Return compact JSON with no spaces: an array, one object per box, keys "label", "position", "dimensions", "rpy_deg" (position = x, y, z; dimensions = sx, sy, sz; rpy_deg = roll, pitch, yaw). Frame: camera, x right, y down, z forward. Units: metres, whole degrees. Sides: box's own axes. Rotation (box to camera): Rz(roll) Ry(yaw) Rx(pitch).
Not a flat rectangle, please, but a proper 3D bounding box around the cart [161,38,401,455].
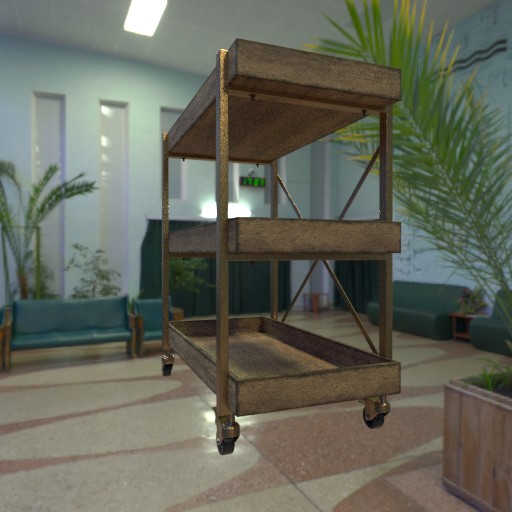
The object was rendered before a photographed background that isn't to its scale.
[{"label":"cart","position":[0.000,0.000,1.224],"dimensions":[0.416,0.799,0.750],"rpy_deg":[0,0,-22]}]
